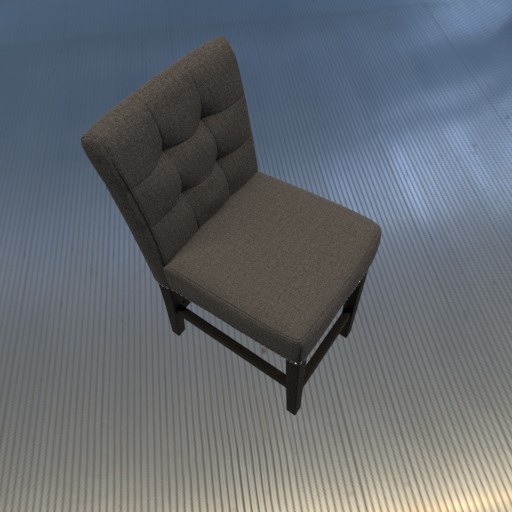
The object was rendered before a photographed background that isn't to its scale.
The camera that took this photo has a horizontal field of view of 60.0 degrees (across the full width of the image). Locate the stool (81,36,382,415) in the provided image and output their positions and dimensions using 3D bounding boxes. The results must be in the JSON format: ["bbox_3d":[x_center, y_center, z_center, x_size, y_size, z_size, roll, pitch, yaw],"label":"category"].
[{"bbox_3d":[0.000,0.000,1.200,0.571,0.885,0.427,31,62,19],"label":"stool"}]
